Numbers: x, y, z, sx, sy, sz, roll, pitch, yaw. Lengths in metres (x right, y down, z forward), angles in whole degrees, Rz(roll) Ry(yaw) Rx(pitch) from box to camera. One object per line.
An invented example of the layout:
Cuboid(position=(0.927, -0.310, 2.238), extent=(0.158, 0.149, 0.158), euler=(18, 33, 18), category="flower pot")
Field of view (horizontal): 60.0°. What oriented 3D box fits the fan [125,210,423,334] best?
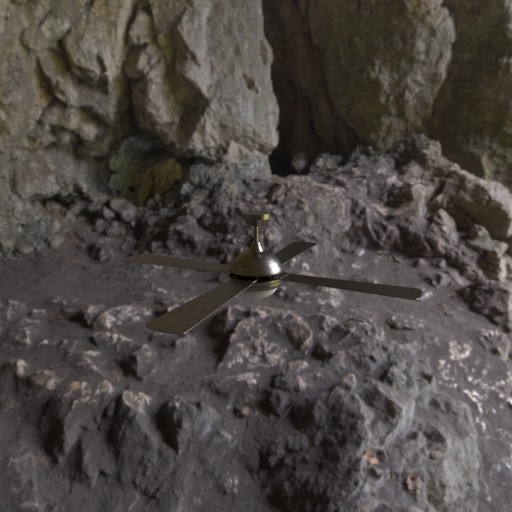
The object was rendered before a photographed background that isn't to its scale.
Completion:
Cuboid(position=(0.000, 0.000, 1.937), extent=(1.321, 0.381, 1.321), euler=(-14, 20, -43), category="fan")
